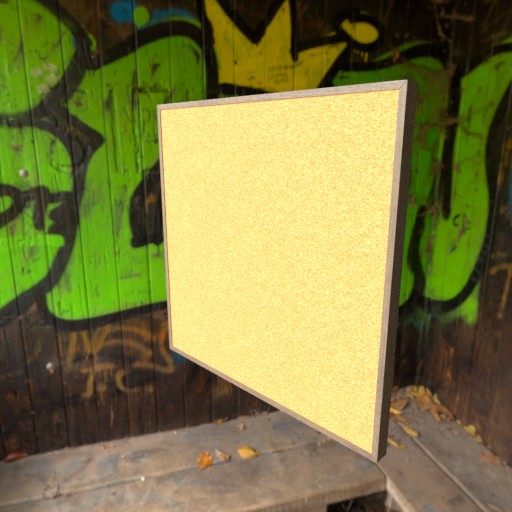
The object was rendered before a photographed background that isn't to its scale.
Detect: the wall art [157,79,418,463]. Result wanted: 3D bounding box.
[{"bbox_3d":[0.000,0.000,1.112,0.758,0.758,0.039,14,20,43],"label":"wall art"}]
